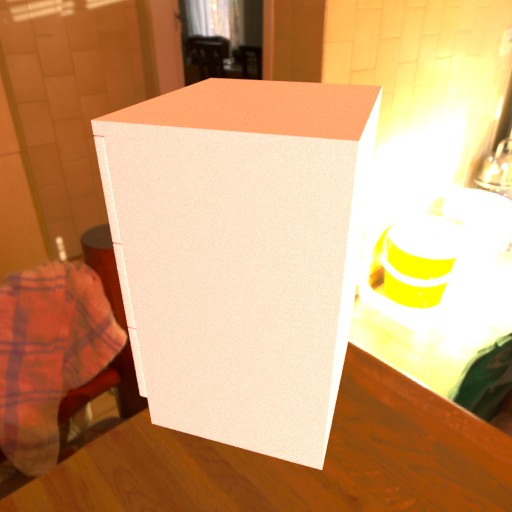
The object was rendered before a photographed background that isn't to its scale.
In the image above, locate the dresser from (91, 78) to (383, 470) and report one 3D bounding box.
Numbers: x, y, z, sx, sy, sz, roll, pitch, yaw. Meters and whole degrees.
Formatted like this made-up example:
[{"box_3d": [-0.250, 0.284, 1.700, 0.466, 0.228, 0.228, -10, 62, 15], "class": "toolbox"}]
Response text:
[{"box_3d": [0.000, 0.000, 0.829, 0.360, 0.560, 0.400, 9, 31, 15], "class": "dresser"}]
